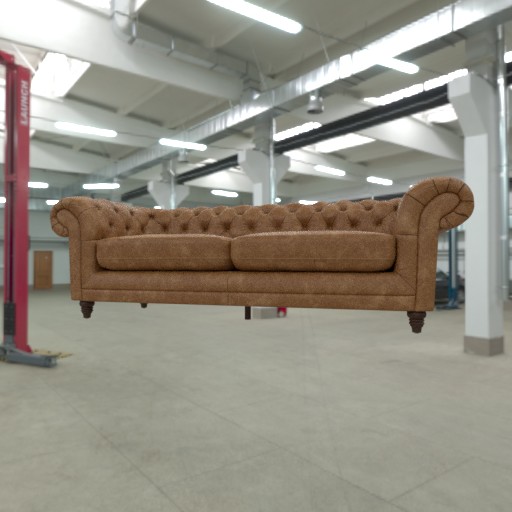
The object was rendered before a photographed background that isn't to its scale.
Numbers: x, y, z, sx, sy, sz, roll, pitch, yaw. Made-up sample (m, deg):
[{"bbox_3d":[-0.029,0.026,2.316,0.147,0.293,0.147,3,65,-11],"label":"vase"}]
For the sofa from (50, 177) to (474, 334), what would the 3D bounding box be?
[{"bbox_3d":[0.000,0.000,2.795,2.365,0.760,0.989,0,-1,17],"label":"sofa"}]
